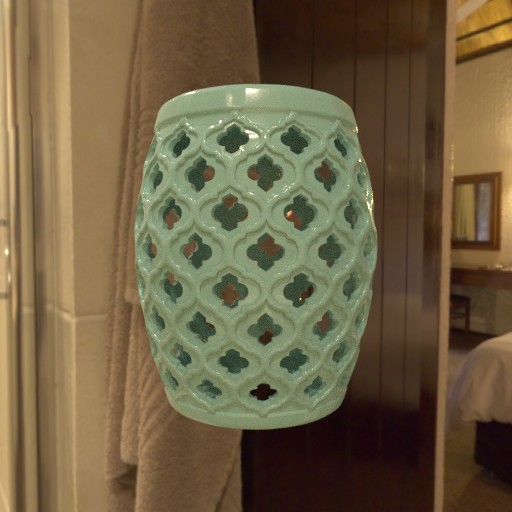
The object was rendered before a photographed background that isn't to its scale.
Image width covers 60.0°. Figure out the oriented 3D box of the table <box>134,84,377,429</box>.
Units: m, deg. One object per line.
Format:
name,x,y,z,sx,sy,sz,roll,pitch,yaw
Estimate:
table,0.000,0.000,0.616,0.325,0.388,0.325,0,3,0
